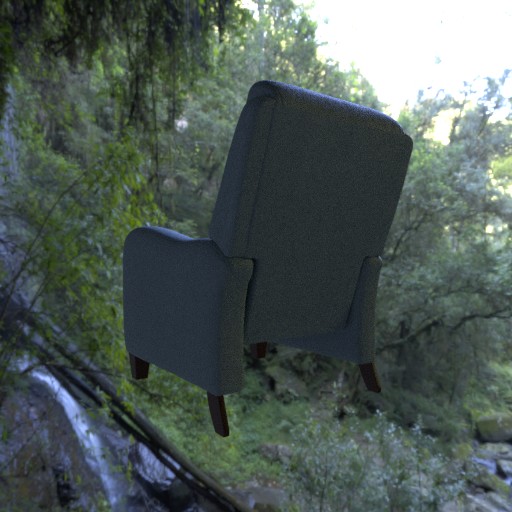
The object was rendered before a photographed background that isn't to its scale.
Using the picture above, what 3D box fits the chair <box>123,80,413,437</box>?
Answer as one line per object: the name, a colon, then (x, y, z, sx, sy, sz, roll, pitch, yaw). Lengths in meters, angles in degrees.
chair: (0.000, 0.000, 1.786, 0.785, 1.067, 0.988, 0, 0, -36)
